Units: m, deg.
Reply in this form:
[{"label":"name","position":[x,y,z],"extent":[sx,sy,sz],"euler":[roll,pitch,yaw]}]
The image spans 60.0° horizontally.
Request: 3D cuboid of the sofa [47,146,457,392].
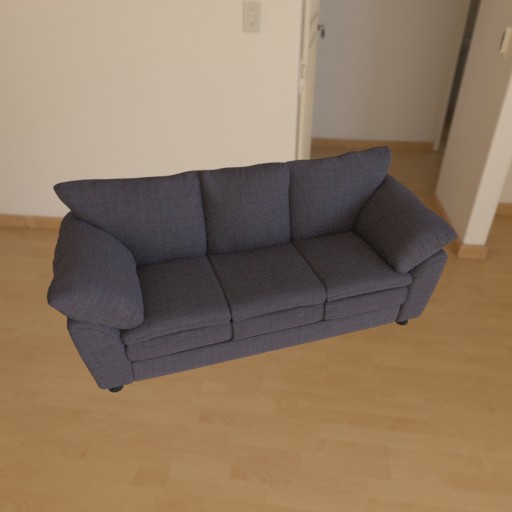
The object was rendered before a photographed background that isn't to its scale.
[{"label":"sofa","position":[0.000,0.000,2.820],"extent":[2.336,1.080,0.883],"euler":[-10,34,-15]}]
